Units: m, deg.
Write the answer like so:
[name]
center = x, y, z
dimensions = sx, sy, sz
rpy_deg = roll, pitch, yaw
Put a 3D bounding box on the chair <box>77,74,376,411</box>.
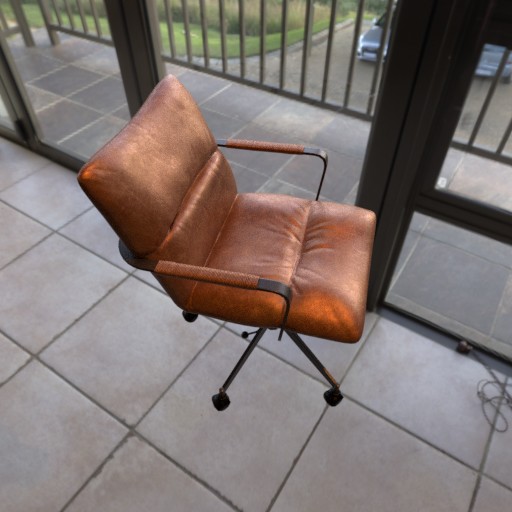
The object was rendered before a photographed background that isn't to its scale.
[chair]
center = 0.000, 0.000, 1.473
dimensions = 0.754, 0.922, 0.727
rpy_deg = 11, 48, 10
